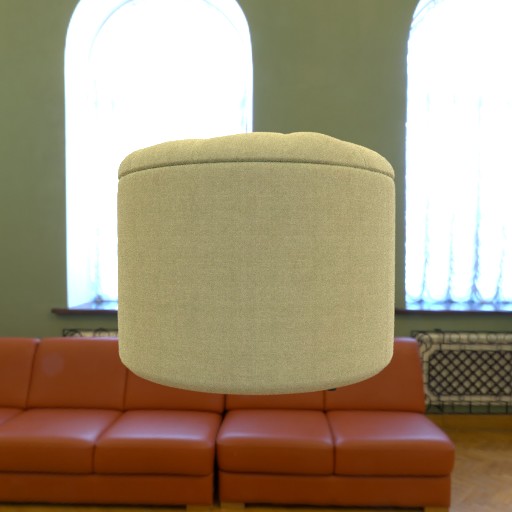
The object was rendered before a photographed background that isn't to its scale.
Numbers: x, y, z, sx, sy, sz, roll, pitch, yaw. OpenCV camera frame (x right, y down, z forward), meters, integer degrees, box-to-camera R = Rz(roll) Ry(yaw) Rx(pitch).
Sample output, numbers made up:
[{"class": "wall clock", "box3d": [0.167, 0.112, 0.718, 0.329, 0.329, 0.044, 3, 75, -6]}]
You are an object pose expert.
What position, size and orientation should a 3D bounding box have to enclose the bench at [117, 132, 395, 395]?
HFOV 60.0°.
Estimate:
[{"class": "bench", "box3d": [0.000, 0.000, 1.003, 0.600, 0.453, 0.600, 0, 2, 0]}]
